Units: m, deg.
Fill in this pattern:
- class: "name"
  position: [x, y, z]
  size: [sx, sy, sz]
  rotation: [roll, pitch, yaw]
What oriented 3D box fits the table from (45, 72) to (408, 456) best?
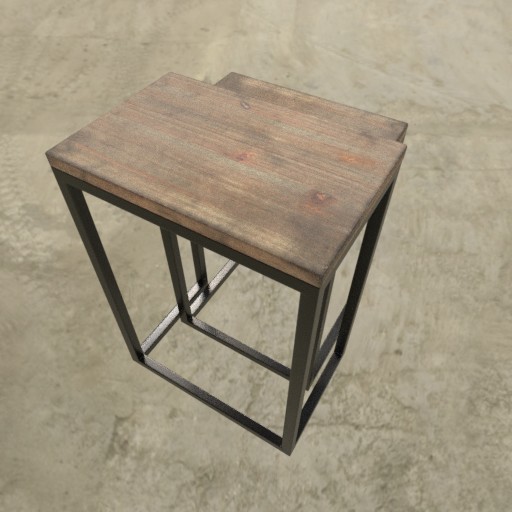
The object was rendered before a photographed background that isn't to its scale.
- class: "table"
  position: [0.000, 0.000, 0.919]
  size: [0.456, 0.615, 0.460]
  rotation: [26, 53, 21]
